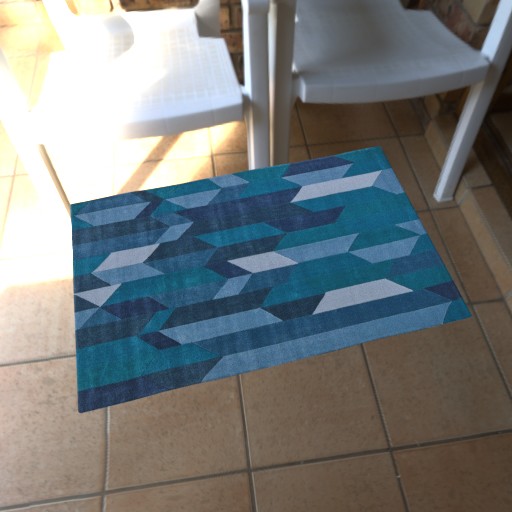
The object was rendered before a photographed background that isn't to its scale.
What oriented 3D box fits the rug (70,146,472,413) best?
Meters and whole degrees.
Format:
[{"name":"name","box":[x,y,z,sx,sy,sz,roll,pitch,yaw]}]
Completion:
[{"name":"rug","box":[0.000,0.000,3.009,2.420,0.005,1.528,-12,60,-7]}]
